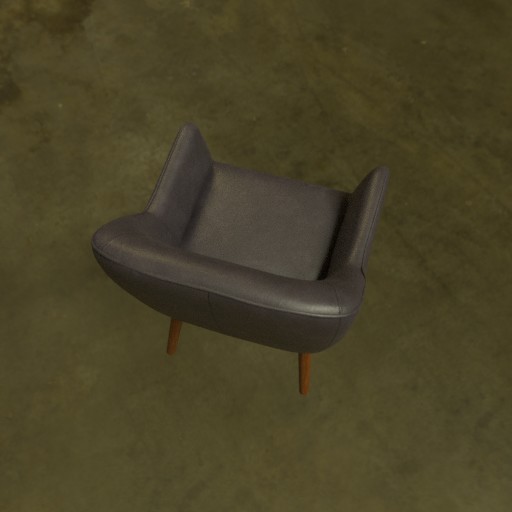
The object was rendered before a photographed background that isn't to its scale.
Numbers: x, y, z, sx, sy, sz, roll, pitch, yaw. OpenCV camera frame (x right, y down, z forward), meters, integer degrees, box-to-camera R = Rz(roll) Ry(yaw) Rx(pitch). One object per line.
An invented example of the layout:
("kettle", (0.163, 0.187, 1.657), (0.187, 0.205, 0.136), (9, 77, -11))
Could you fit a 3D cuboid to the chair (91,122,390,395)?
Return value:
("chair", (0.000, 0.000, 1.276), (0.610, 0.828, 0.610), (15, 63, 8))
